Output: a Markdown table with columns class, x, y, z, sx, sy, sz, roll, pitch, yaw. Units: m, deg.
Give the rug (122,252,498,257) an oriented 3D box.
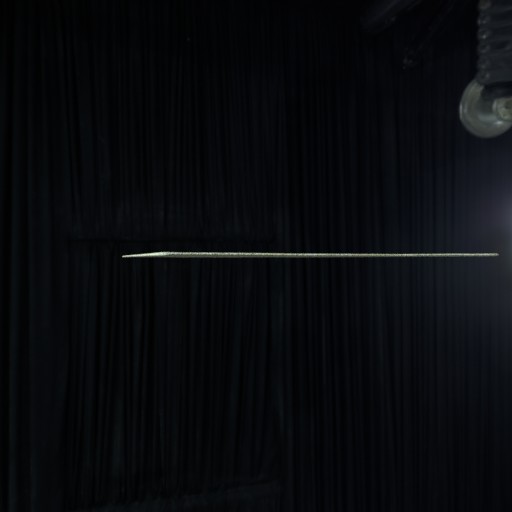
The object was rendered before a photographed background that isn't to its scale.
| class | x | y | z | sx | sy | sz | roll | pitch | yaw |
| --- | --- | --- | --- | --- | --- | --- | --- | --- | --- |
| rug | 0.000 | 0.000 | 2.140 | 1.143 | 0.010 | 1.758 | 0 | 0 | -20 |
